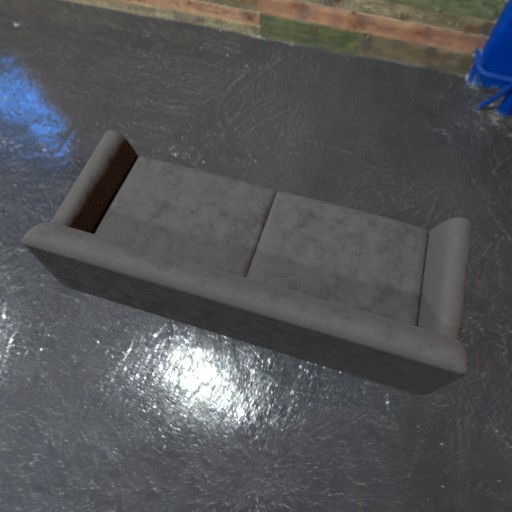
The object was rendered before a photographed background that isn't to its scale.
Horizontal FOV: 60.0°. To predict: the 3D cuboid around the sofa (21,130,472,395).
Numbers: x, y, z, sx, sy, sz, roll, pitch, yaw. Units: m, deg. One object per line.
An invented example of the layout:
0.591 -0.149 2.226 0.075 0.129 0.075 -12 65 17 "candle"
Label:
0.000 0.000 2.546 2.190 0.740 0.900 16 64 8 "sofa"
